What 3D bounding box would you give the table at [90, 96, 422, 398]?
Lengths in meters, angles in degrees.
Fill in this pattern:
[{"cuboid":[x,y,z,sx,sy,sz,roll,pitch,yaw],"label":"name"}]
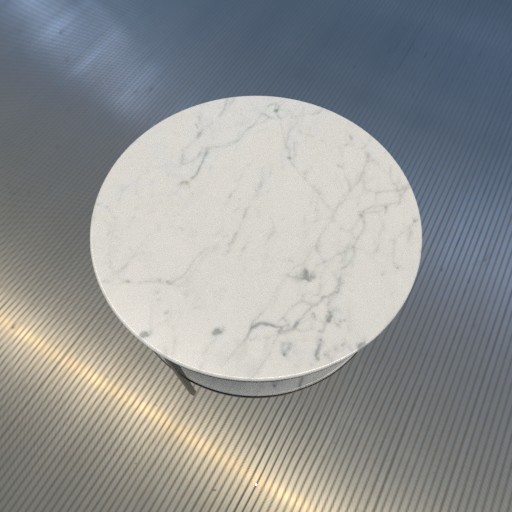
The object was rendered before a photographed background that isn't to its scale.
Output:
[{"cuboid":[0.000,0.000,1.280,0.800,0.450,0.800,0,63,0],"label":"table"}]
